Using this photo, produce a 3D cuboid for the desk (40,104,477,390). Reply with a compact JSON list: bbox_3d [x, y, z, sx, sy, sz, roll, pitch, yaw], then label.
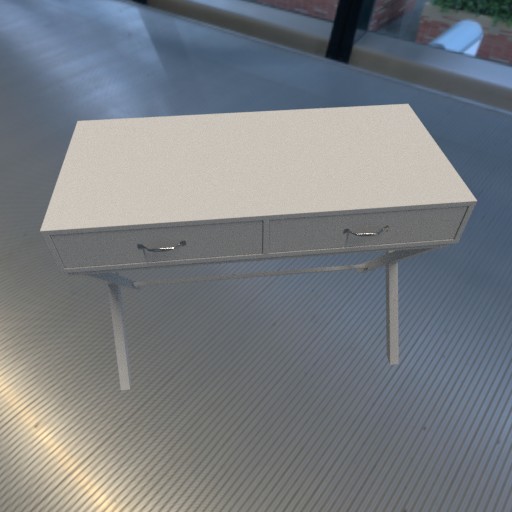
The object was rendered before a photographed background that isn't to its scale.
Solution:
[{"bbox_3d":[0.000,0.000,1.512,1.057,0.780,0.525,-4,46,-4],"label":"desk"}]
